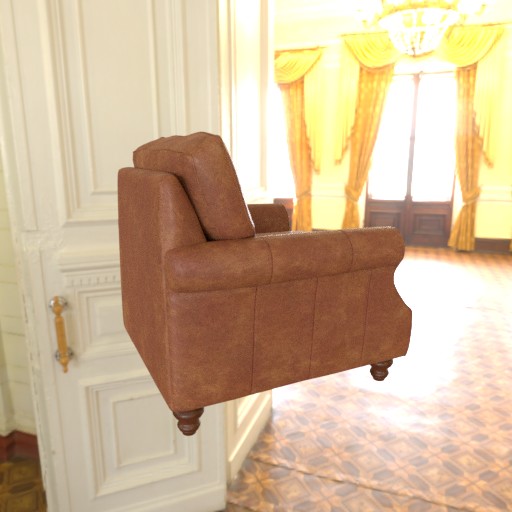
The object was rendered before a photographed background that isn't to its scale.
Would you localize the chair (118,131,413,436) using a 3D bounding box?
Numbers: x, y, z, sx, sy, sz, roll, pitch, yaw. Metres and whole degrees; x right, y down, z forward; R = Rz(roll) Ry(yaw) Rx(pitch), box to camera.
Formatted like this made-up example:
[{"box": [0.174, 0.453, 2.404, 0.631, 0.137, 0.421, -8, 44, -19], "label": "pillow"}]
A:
[{"box": [0.000, 0.000, 1.828, 0.986, 0.962, 0.983, -6, 15, -25], "label": "chair"}]
